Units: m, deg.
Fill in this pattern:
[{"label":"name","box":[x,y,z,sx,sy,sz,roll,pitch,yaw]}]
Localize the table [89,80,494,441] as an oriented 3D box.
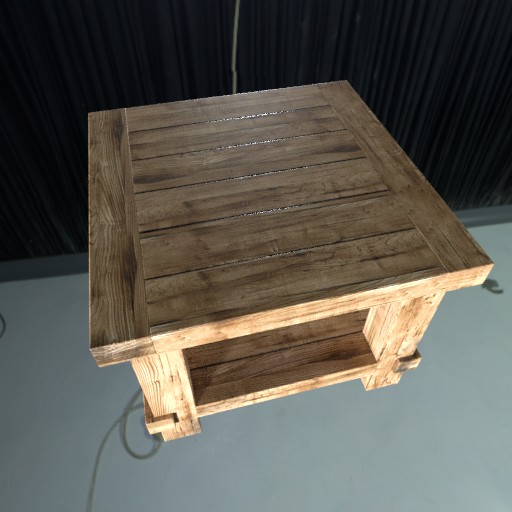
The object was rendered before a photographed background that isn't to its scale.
[{"label":"table","box":[0.000,0.000,1.004,0.610,0.457,0.610,-11,49,-9]}]
